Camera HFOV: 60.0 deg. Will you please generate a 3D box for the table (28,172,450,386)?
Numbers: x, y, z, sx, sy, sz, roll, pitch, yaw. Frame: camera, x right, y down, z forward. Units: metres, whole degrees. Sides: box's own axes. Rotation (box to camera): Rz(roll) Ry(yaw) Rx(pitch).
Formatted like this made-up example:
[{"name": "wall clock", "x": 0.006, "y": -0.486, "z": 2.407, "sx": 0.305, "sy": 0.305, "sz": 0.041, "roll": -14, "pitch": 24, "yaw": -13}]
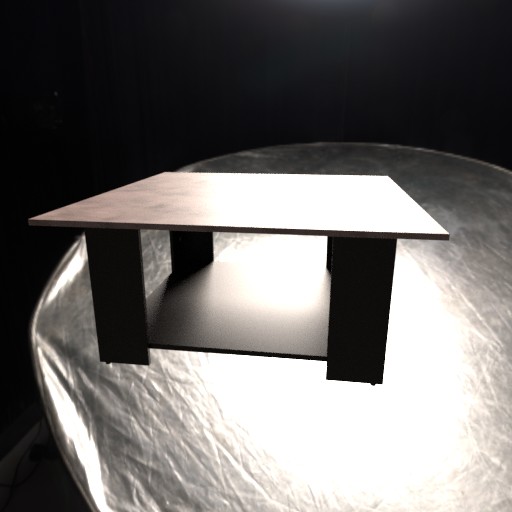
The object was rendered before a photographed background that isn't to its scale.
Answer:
[{"name": "table", "x": 0.000, "y": 0.000, "z": 1.053, "sx": 0.670, "sy": 0.305, "sz": 0.670, "roll": 3, "pitch": 18, "yaw": 8}]
